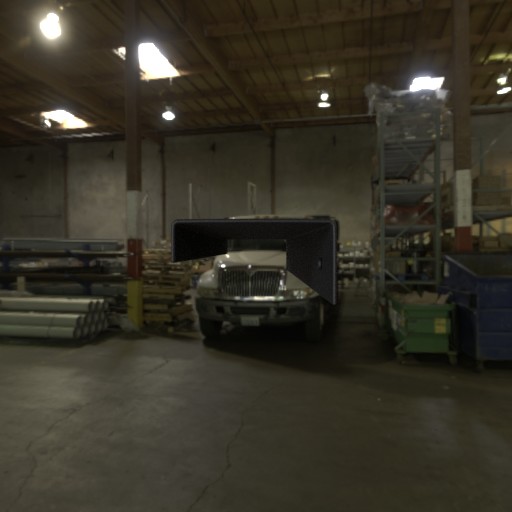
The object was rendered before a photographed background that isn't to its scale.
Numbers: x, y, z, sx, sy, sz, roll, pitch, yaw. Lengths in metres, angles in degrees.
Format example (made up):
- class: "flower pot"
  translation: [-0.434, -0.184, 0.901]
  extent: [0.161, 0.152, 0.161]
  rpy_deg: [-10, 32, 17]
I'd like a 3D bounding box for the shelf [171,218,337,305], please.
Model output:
- class: "shelf"
  translation: [0.000, 0.000, 0.497]
  extent: [0.102, 0.053, 0.456]
  rpy_deg: [0, 1, 0]
